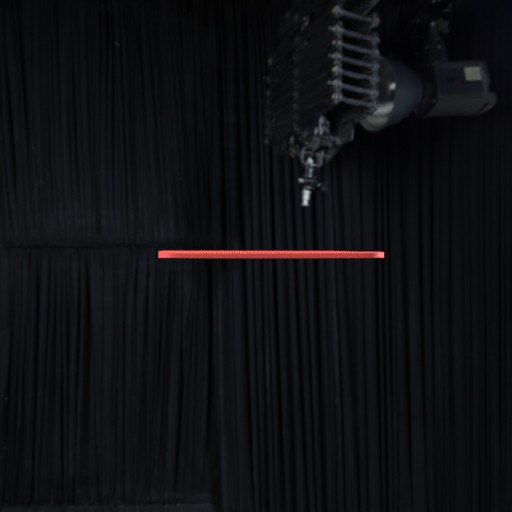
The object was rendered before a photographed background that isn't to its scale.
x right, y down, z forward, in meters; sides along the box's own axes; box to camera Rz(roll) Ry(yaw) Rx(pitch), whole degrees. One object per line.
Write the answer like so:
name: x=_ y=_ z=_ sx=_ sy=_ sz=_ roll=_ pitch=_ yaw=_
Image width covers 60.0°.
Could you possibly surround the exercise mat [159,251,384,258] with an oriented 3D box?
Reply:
exercise mat: x=0.000 y=0.000 z=2.080 sx=0.616 sy=0.021 sz=1.869 roll=0 pitch=0 yaw=-3
